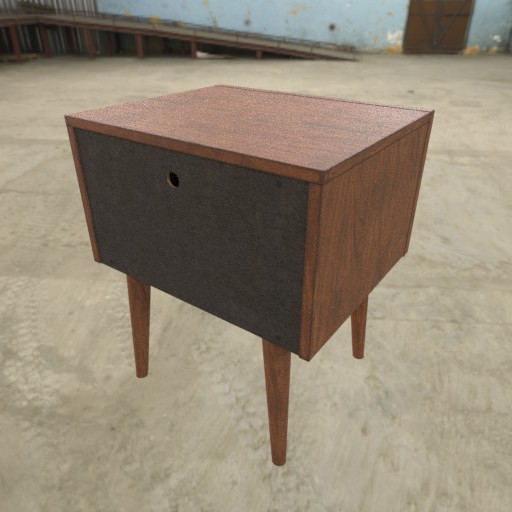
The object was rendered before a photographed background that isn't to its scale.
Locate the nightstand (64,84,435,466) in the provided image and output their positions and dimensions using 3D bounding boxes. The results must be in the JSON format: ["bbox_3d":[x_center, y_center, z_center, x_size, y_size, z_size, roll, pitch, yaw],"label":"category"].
[{"bbox_3d":[0.000,0.000,0.960,0.521,0.607,0.445,20,35,31],"label":"nightstand"}]
